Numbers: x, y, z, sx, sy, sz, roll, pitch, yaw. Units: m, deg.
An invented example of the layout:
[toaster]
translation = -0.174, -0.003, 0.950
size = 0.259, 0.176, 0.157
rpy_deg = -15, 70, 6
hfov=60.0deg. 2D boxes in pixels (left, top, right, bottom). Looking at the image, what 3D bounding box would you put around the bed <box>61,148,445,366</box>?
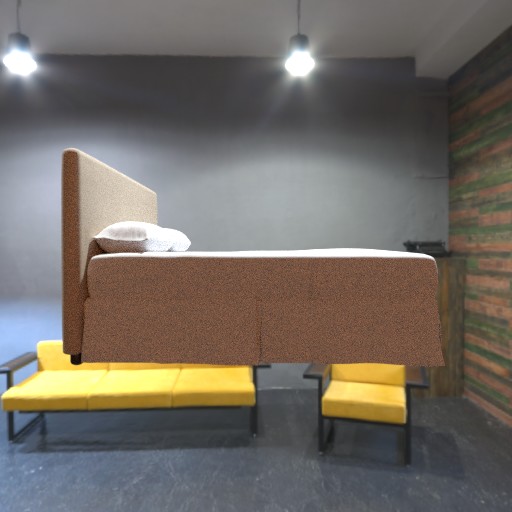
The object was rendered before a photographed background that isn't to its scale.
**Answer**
[bed]
translation = 0.000, 0.000, 3.638
size = 2.319, 1.317, 2.119
rpy_deg = 0, 1, 0
